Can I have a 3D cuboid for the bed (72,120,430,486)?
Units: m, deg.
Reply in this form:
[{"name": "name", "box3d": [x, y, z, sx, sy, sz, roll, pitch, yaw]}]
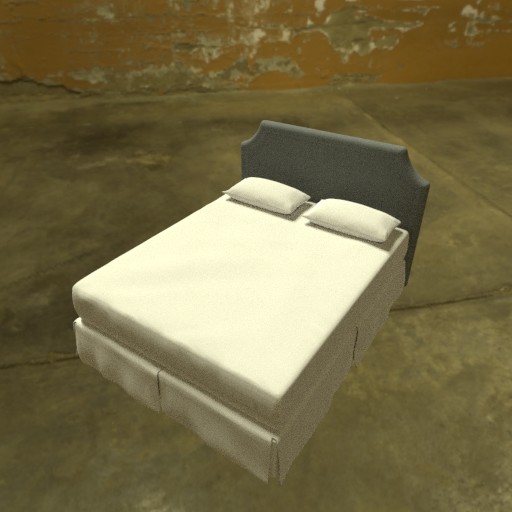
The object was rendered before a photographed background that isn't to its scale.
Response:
[{"name": "bed", "box3d": [0.000, 0.000, 3.325, 1.811, 1.296, 2.259, 20, 38, 28]}]
